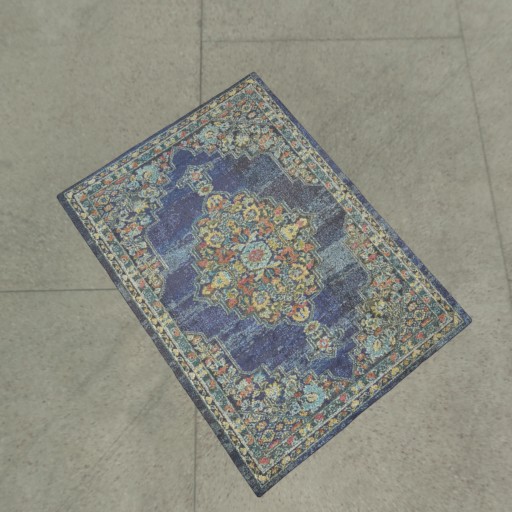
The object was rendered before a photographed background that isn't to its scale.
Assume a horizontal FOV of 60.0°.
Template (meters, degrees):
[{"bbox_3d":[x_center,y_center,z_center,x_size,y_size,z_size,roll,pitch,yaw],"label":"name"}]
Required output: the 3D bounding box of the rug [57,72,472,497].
[{"bbox_3d":[0.000,0.000,2.795,1.630,0.009,2.232,-36,77,-10],"label":"rug"}]
